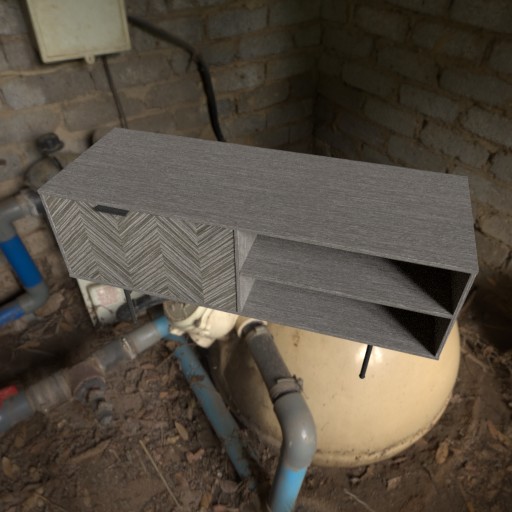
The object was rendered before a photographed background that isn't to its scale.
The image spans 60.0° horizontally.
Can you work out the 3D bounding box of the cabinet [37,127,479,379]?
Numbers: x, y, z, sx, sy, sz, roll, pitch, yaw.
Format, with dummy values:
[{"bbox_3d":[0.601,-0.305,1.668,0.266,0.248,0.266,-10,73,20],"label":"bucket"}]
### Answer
[{"bbox_3d":[0.000,0.000,1.611,1.300,0.599,0.500,11,42,12],"label":"cabinet"}]
